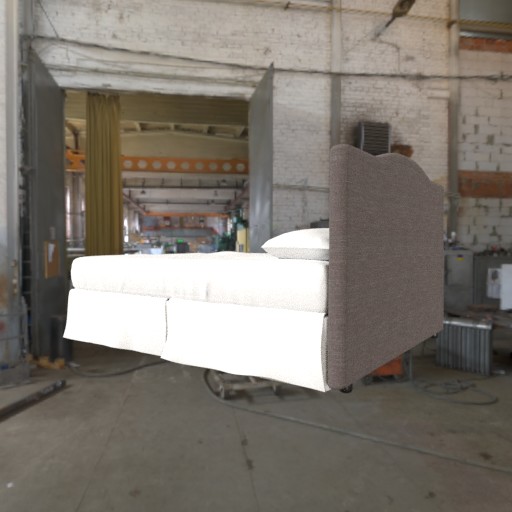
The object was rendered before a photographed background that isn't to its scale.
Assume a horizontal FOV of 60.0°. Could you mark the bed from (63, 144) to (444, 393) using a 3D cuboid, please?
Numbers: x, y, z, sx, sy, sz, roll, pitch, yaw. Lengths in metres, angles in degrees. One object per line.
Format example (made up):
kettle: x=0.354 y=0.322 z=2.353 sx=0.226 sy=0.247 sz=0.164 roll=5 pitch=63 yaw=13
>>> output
bed: x=0.000 y=0.000 z=3.950 sx=2.689 sy=1.457 sz=2.161 roll=1 pitch=1 yaw=36
